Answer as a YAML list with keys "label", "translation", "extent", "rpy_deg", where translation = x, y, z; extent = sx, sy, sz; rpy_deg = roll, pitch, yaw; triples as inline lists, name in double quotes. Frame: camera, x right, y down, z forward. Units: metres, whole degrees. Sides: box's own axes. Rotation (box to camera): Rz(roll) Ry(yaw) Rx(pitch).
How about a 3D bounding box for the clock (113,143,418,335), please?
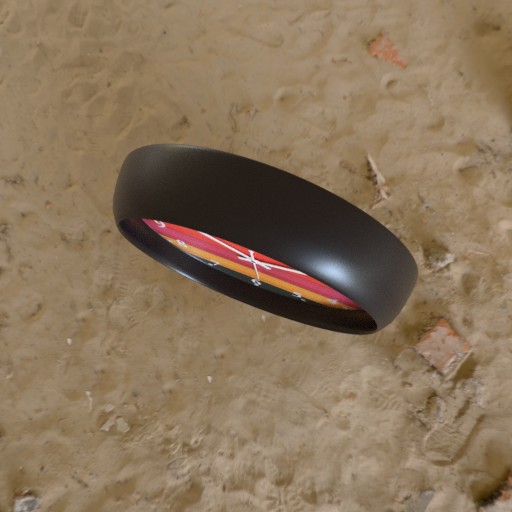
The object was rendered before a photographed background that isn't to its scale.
- label: "clock"
  translation: [0.000, 0.000, 0.439]
  extent: [0.300, 0.300, 0.060]
  rpy_deg: [21, 76, 5]
